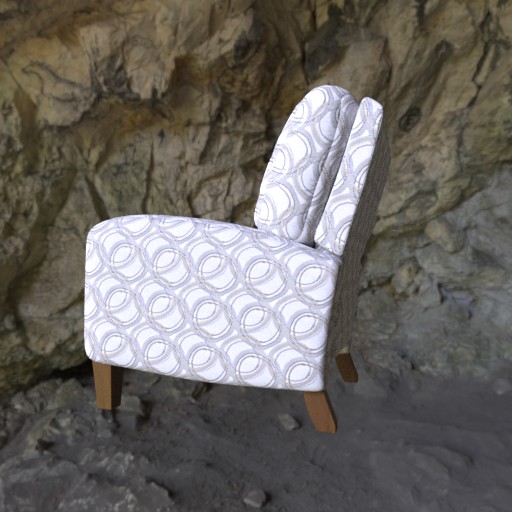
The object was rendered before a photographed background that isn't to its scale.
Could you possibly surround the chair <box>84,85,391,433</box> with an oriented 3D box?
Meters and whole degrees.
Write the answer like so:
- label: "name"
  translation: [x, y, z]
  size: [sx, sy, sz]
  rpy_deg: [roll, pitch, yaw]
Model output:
- label: "chair"
  translation: [0.000, 0.000, 1.733]
  size: [0.995, 1.065, 0.796]
  rpy_deg: [0, -1, 19]
